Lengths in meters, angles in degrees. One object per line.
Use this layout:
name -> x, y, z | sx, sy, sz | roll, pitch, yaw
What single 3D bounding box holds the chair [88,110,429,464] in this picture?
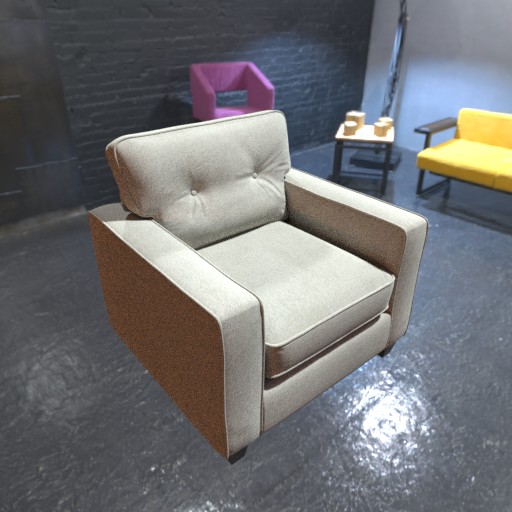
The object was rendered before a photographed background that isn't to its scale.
chair -> 0.000, 0.000, 1.802 | 1.015, 0.965, 0.939 | -22, 36, -33
